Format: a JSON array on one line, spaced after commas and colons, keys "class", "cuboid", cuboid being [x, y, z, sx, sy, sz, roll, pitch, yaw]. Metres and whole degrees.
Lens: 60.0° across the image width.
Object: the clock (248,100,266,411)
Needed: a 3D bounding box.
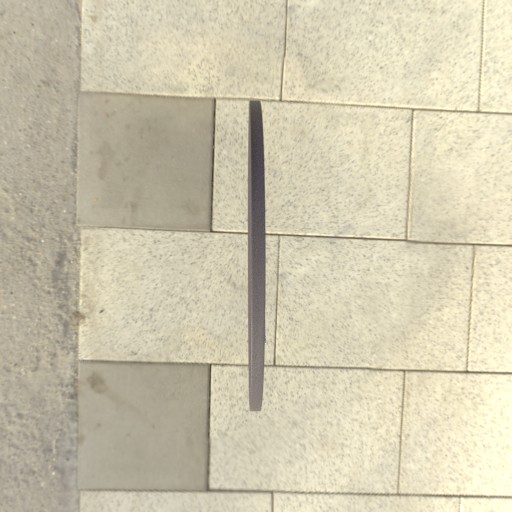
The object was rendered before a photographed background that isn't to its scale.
[{"class": "clock", "cuboid": [0.000, 0.000, 0.900, 0.029, 0.595, 0.595, 0, 93, -2]}]
